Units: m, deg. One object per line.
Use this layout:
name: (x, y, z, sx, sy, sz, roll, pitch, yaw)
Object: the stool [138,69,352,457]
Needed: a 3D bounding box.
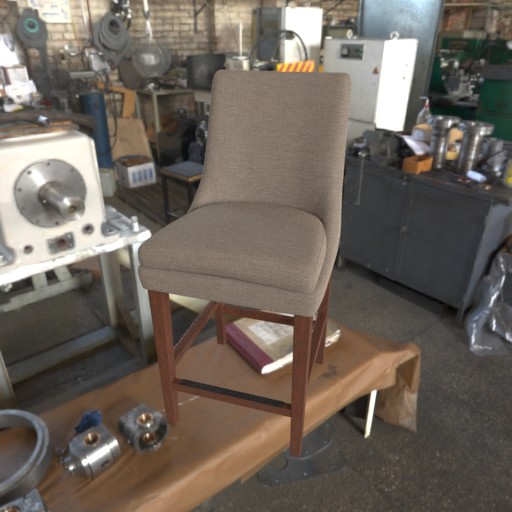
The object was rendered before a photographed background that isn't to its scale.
stool: (0.000, 0.000, 1.314, 0.470, 0.981, 0.577, 8, 28, 15)
